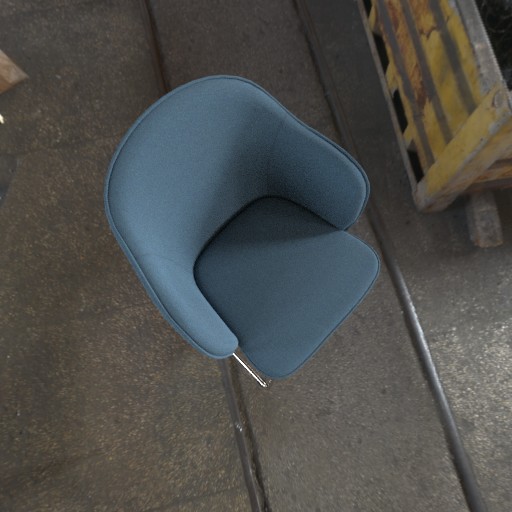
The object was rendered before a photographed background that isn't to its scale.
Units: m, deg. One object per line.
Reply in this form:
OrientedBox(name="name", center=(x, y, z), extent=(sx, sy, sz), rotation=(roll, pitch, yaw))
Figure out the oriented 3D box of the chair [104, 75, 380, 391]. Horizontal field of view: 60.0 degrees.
OrientedBox(name="chair", center=(0.000, 0.000, 1.222), extent=(0.585, 0.815, 0.570), rotation=(42, 78, 11))
